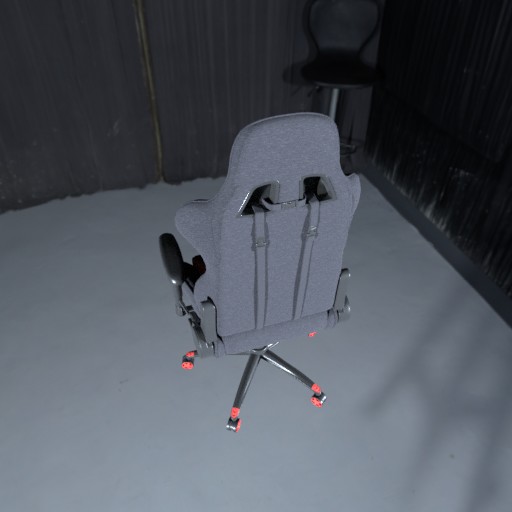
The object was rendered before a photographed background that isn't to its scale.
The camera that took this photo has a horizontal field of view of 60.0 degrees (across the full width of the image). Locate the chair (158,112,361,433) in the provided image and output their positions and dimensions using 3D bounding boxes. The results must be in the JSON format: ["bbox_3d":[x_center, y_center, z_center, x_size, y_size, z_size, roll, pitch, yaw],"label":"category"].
[{"bbox_3d":[0.000,0.000,1.691,0.695,1.326,0.658,-12,42,-14],"label":"chair"}]
